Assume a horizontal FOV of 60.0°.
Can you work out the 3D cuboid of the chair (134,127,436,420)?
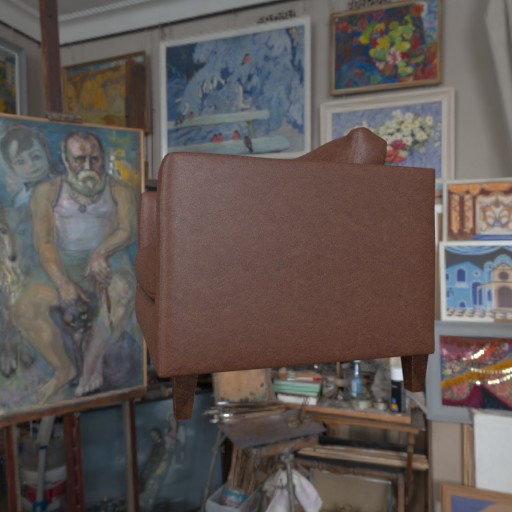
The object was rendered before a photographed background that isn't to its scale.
[{"bbox_3d":[0.000,0.000,1.853,0.959,0.917,1.107,0,1,-18],"label":"chair"}]
